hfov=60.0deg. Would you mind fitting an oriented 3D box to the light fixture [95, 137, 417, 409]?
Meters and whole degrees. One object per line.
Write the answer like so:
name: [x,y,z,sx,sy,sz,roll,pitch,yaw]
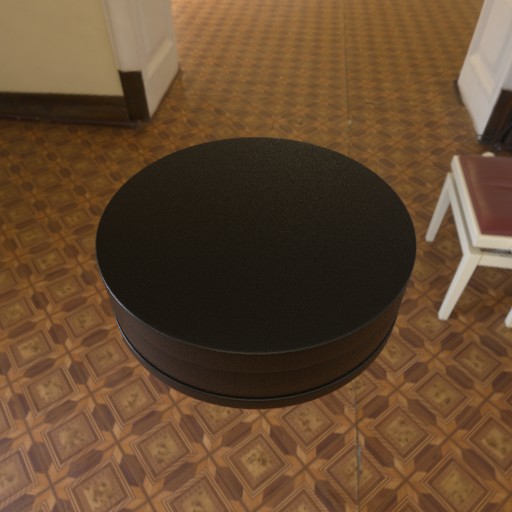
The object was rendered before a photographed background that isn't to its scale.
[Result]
light fixture: [0.000,0.000,0.432,0.283,0.097,0.283,0,46,0]
